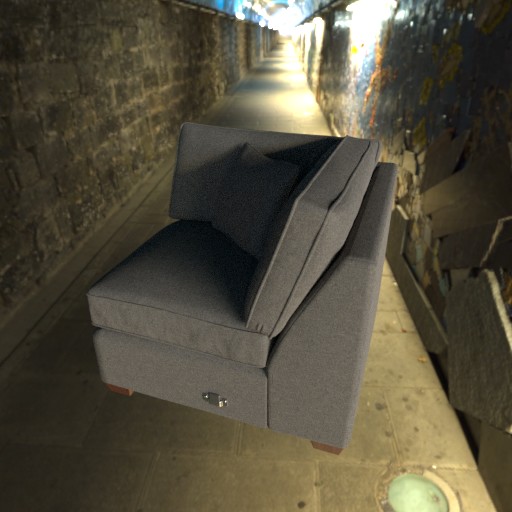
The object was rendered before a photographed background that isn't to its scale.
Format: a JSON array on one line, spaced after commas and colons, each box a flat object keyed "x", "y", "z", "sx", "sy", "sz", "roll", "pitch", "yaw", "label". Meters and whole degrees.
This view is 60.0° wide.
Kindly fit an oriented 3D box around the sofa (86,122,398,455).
[{"x": 0.000, "y": 0.000, "z": 1.982, "sx": 1.084, "sy": 1.002, "sz": 1.146, "roll": 9, "pitch": 28, "yaw": 17, "label": "sofa"}]
